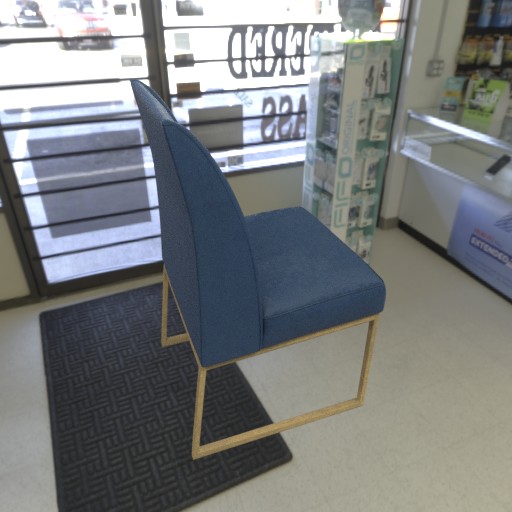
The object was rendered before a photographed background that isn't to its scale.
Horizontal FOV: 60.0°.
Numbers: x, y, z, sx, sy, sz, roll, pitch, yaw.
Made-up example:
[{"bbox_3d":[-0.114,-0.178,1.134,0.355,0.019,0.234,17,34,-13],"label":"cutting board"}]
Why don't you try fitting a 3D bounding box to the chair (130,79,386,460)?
[{"bbox_3d":[0.000,0.000,1.200,0.522,0.863,0.508,-11,32,-17],"label":"chair"}]
